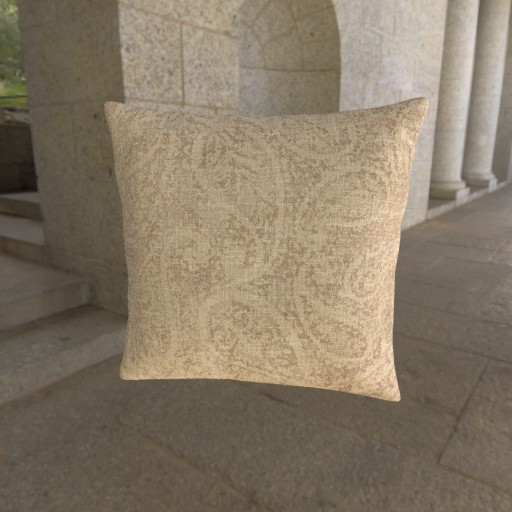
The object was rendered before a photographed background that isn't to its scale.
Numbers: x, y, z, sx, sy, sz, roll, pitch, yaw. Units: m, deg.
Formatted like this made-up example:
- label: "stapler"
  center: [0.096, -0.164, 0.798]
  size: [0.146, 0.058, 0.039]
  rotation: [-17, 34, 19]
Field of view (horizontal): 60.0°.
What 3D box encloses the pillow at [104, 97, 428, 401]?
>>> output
- label: "pillow"
  center: [0.000, 0.000, 0.760]
  size: [0.523, 0.510, 0.166]
  rotation: [2, 15, 7]
